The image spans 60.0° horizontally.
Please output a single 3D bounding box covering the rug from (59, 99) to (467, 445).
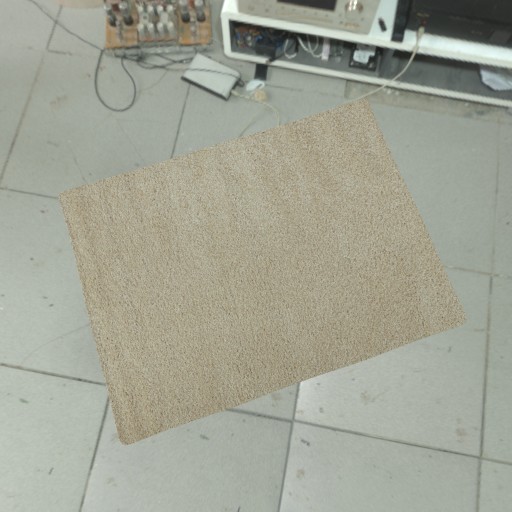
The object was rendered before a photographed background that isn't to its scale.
[{"bbox_3d":[0.000,0.000,2.058,1.600,0.025,1.199,-18,76,-5],"label":"rug"}]
